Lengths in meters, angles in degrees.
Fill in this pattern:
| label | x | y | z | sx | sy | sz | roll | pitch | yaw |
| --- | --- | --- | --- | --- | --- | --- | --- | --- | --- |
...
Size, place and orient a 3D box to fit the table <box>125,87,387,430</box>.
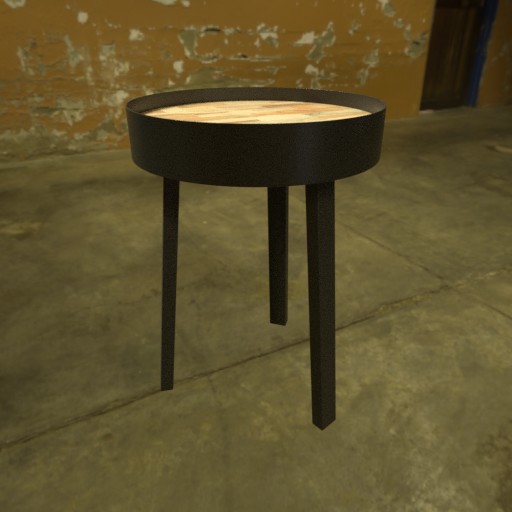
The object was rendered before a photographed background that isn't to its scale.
| label | x | y | z | sx | sy | sz | roll | pitch | yaw |
| --- | --- | --- | --- | --- | --- | --- | --- | --- | --- |
| table | 0.000 | 0.000 | 0.838 | 0.406 | 0.559 | 0.406 | 0 | 27 | 0 |
